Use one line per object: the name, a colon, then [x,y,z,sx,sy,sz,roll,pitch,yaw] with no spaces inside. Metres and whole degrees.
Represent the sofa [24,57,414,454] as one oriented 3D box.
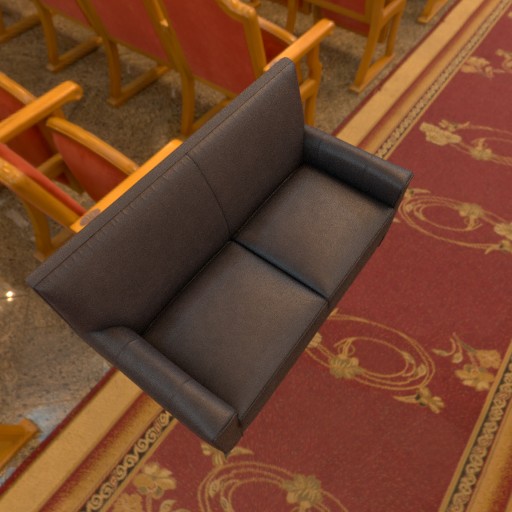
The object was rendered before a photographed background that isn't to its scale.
sofa: [0.000,0.000,1.979,0.787,0.871,1.473,32,63,18]
